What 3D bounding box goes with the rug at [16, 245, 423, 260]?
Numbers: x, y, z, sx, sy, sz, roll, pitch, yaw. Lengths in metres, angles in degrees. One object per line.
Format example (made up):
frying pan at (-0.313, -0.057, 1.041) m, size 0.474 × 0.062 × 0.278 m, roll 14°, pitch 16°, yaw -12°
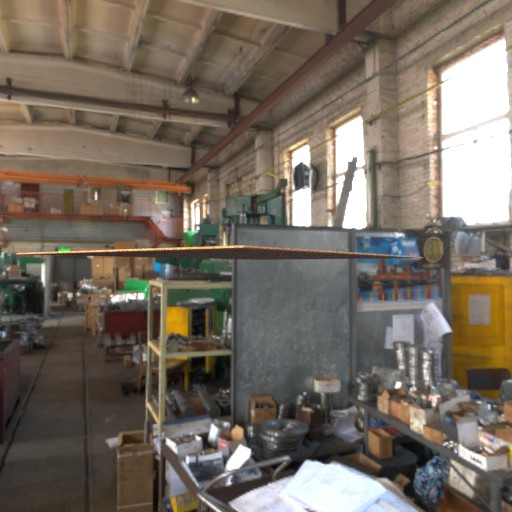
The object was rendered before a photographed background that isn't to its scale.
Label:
rug at (0.000, 0.000, 2.181) m, size 1.143 × 0.006 × 1.747 m, roll -1°, pitch -2°, yaw 35°
